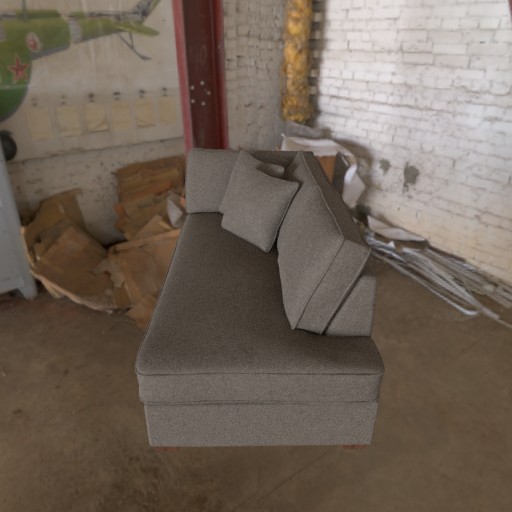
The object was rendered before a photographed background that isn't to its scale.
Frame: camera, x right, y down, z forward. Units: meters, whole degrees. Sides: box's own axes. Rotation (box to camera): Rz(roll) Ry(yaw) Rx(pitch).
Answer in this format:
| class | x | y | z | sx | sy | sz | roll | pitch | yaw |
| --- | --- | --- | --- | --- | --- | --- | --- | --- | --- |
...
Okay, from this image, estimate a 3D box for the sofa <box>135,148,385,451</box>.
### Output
| class | x | y | z | sx | sy | sz | roll | pitch | yaw |
| --- | --- | --- | --- | --- | --- | --- | --- | --- | --- |
| sofa | 0.000 | 0.000 | 2.863 | 1.110 | 1.033 | 2.237 | 0 | 27 | -1 |
